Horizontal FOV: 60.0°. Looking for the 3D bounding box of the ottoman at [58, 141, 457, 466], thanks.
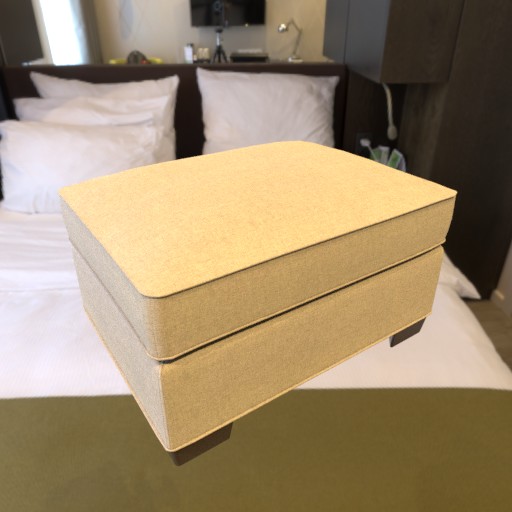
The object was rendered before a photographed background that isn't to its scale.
[{"bbox_3d":[0.000,0.000,1.219,0.843,0.504,0.619,-18,34,-30],"label":"ottoman"}]
